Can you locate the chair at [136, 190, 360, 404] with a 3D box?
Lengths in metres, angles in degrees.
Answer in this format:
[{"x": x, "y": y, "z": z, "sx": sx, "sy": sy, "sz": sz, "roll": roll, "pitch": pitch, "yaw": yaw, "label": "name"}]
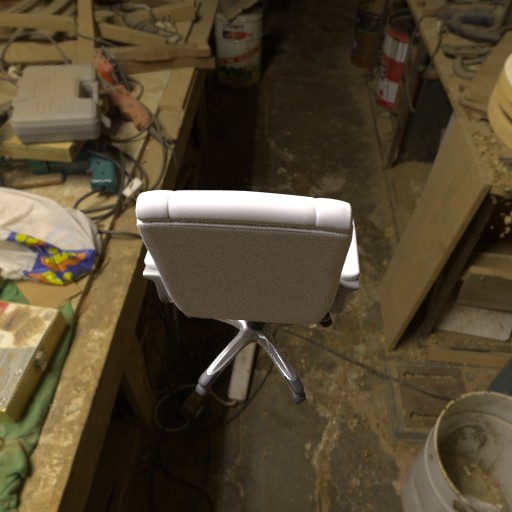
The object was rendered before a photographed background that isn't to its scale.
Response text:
[{"x": 0.000, "y": 0.000, "z": 1.578, "sx": 0.687, "sy": 1.120, "sz": 0.738, "roll": 3, "pitch": 48, "yaw": 3, "label": "chair"}]
